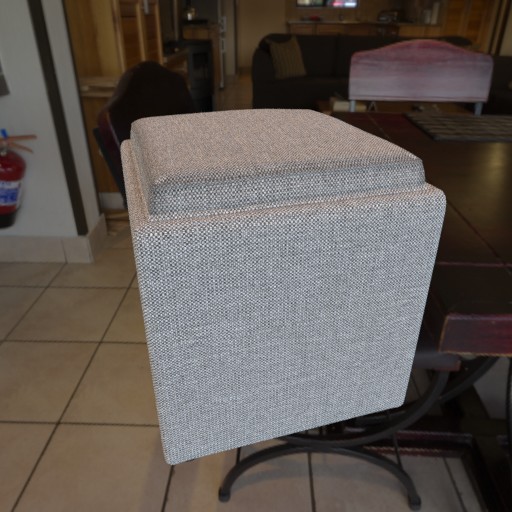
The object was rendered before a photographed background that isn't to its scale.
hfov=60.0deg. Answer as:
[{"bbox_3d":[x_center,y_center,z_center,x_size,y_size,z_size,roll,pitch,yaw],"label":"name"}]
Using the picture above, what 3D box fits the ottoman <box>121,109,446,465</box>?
[{"bbox_3d":[0.000,0.000,0.837,0.436,0.487,0.454,-8,29,-15],"label":"ottoman"}]
